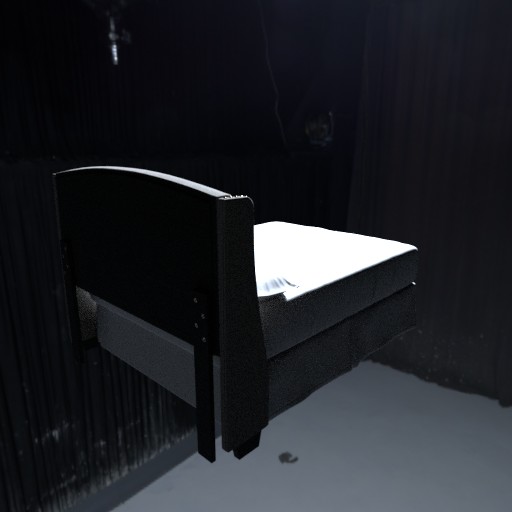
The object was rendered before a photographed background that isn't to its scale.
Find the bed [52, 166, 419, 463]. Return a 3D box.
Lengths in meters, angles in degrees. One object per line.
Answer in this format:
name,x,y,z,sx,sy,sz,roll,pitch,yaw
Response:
bed,0.000,0.000,3.310,1.710,1.407,2.237,14,21,42
